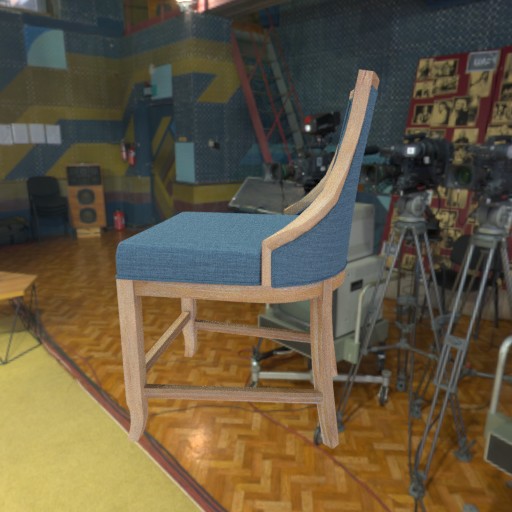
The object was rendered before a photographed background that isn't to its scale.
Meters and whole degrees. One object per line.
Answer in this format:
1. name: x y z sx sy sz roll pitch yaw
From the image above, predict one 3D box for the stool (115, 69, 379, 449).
1. stool: 0.000 0.000 1.288 0.626 0.938 0.524 2 15 9
